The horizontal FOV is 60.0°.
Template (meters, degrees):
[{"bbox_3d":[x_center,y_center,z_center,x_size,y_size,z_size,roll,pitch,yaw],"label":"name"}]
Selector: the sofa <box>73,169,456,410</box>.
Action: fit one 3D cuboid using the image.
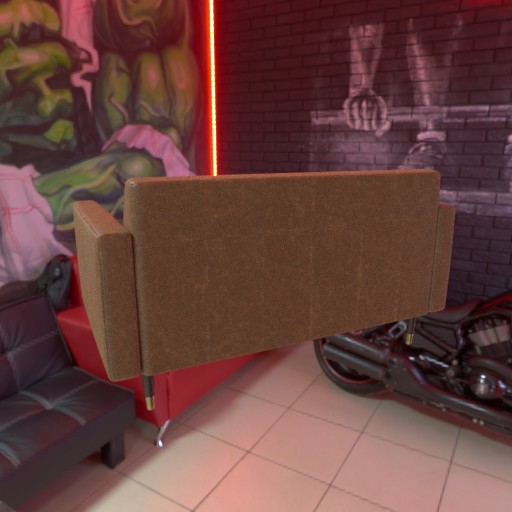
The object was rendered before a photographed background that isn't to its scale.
[{"bbox_3d":[0.000,0.000,2.107,1.549,0.820,0.960,-7,15,-25],"label":"sofa"}]
